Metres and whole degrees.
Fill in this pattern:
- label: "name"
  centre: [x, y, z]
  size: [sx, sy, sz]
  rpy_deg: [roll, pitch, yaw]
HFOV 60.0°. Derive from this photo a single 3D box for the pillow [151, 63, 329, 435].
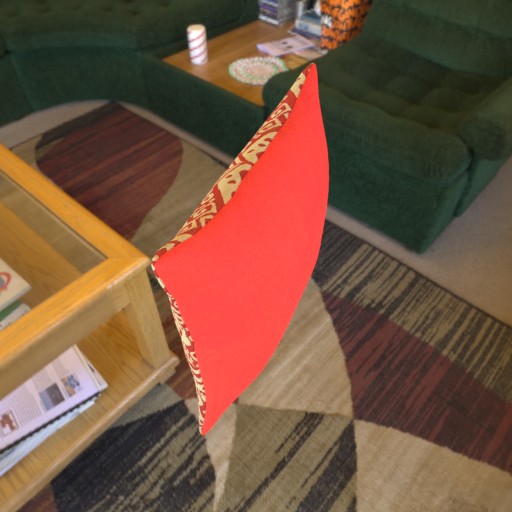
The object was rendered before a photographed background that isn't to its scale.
- label: "pillow"
  centre: [0.000, 0.000, 0.816]
  size: [0.192, 0.507, 0.522]
  rpy_deg: [18, 51, 16]
